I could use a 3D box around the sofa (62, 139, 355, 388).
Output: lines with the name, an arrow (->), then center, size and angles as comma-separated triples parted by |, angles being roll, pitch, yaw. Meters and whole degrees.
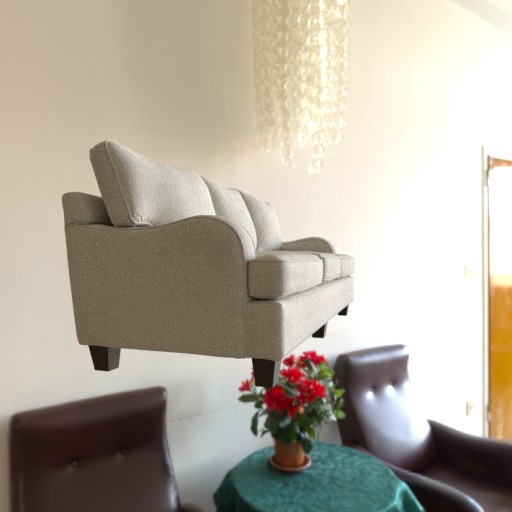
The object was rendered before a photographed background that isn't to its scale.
sofa -> 0.000, 0.000, 2.838 | 1.016, 0.991, 2.323 | 0, 0, 19
